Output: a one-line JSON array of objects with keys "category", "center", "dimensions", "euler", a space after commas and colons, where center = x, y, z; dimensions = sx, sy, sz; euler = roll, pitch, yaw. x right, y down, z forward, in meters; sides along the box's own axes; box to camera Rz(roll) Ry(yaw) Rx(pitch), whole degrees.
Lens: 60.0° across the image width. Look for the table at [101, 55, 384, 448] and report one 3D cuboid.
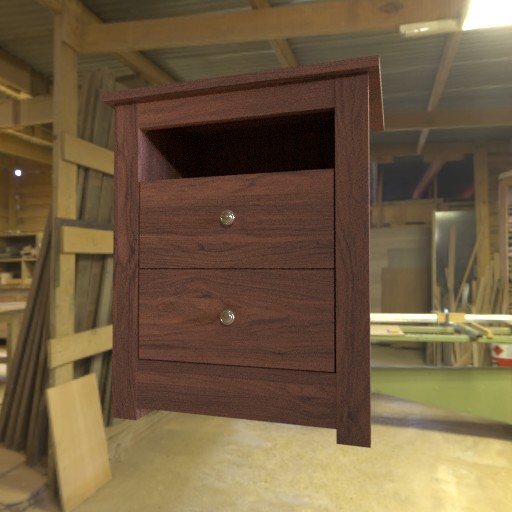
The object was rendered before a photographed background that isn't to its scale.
[{"category": "table", "center": [0.000, 0.000, 1.067], "dimensions": [0.589, 0.711, 0.406], "euler": [0, -2, 17]}]
